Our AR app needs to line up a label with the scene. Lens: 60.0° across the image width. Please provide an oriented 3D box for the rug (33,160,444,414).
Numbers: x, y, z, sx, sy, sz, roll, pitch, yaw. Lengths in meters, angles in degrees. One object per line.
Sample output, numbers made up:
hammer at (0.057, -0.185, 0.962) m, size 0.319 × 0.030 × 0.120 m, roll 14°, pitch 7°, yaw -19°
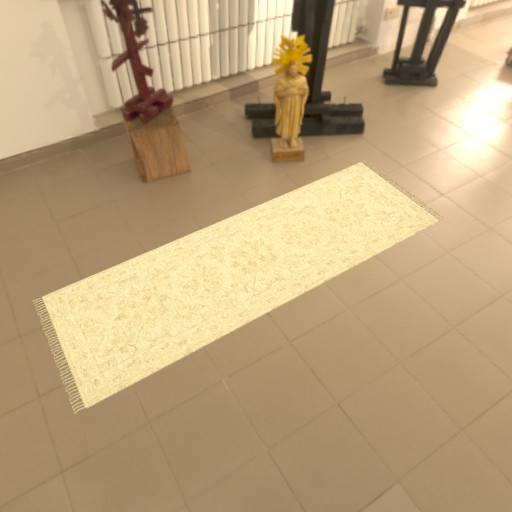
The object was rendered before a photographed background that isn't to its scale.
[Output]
rug at (0.000, 0.000, 2.788) m, size 2.544 × 0.015 × 0.795 m, roll -25°, pitch 52°, yaw -21°
